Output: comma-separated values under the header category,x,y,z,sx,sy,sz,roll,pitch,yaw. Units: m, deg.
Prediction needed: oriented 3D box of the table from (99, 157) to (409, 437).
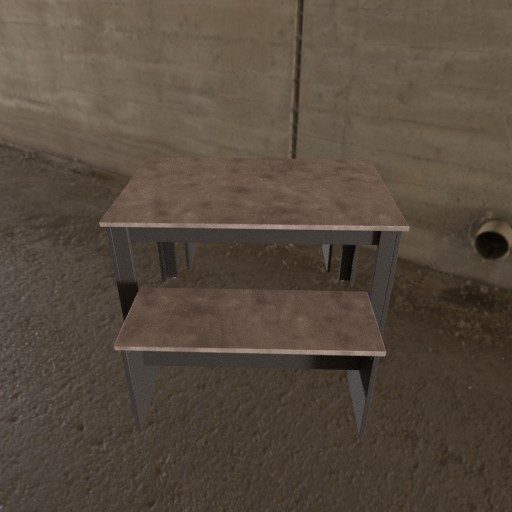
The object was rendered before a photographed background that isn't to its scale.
category,x,y,z,sx,sy,sz,roll,pitch,yaw
table,0.000,0.000,2.067,1.100,0.700,1.443,1,31,2
